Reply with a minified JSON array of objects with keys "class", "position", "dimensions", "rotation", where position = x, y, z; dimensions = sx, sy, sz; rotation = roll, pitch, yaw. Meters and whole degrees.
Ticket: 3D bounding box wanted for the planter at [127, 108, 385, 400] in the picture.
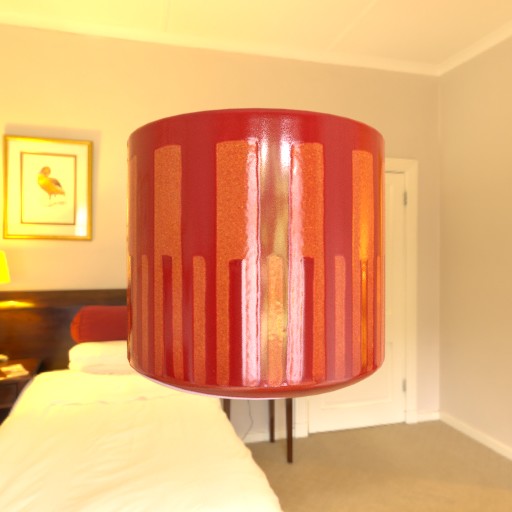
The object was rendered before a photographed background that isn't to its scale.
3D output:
[{"class":"planter","position":[0.000,0.000,0.411],"dimensions":[0.230,0.202,0.230],"rotation":[0,1,0]}]
